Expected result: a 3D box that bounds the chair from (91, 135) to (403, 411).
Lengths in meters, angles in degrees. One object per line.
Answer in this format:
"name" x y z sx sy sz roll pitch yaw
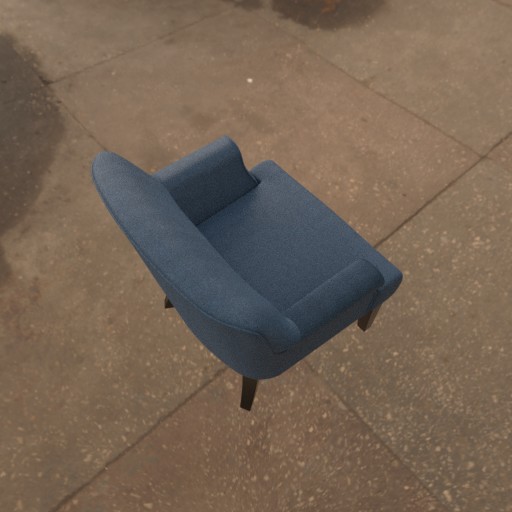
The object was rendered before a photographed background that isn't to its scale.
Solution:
"chair" 0.000 0.000 1.500 0.754 0.878 0.770 -33 62 -20
